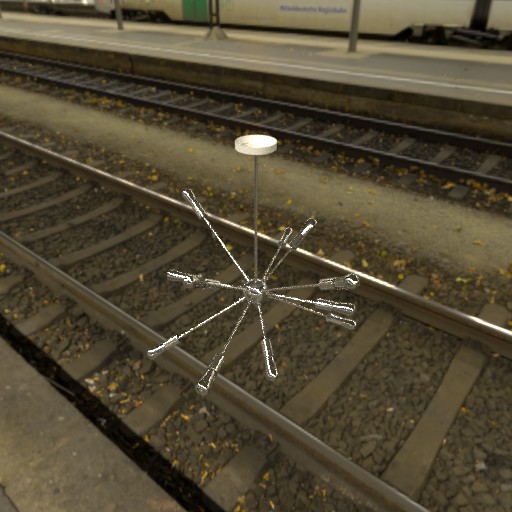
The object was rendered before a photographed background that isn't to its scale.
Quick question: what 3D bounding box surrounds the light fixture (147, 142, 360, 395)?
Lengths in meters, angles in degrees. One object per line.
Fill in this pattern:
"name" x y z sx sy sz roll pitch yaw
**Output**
"light fixture" 0.000 0.000 1.062 0.509 0.558 0.684 10 33 15
